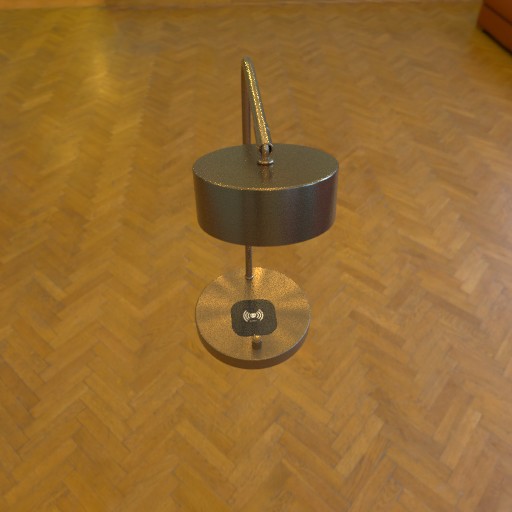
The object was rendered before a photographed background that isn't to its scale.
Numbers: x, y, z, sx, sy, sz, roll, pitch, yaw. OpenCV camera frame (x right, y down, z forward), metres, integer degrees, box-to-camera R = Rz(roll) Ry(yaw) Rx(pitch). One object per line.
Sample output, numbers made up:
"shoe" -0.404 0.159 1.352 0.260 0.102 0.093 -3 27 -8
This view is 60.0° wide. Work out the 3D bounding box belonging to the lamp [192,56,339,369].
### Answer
"lamp" 0.000 0.000 0.503 0.171 0.380 0.270 -4 46 -4
